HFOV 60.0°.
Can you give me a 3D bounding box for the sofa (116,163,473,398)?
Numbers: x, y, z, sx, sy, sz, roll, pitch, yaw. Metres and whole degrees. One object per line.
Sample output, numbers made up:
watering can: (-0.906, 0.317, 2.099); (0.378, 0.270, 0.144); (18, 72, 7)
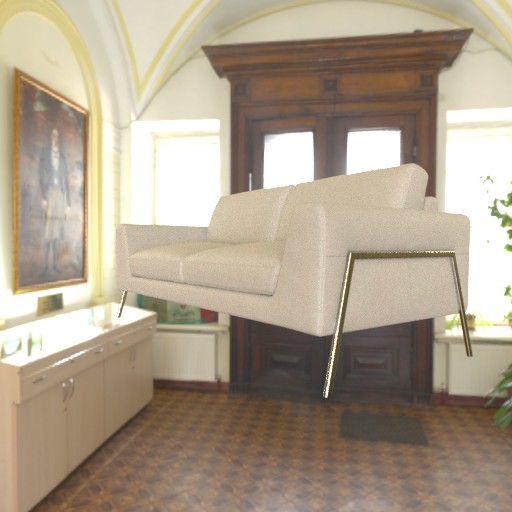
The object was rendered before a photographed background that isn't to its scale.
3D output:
sofa: (0.000, 0.000, 2.511); (0.953, 0.875, 2.017); (-1, 2, -36)
